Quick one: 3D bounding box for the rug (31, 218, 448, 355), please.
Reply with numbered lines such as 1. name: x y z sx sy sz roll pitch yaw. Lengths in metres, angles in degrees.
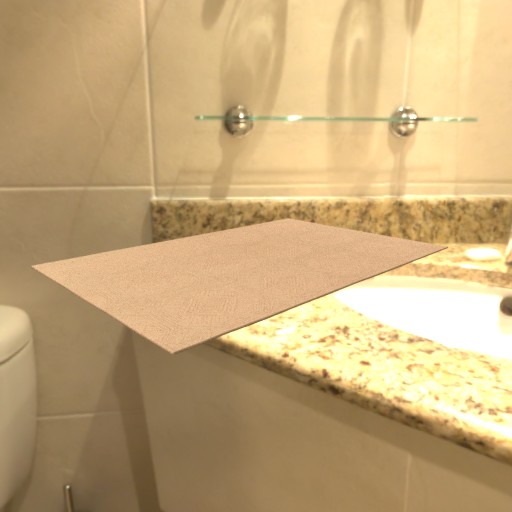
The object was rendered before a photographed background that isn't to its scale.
1. rug: 0.000 0.000 2.320 1.839 0.009 1.236 -14 21 -42
